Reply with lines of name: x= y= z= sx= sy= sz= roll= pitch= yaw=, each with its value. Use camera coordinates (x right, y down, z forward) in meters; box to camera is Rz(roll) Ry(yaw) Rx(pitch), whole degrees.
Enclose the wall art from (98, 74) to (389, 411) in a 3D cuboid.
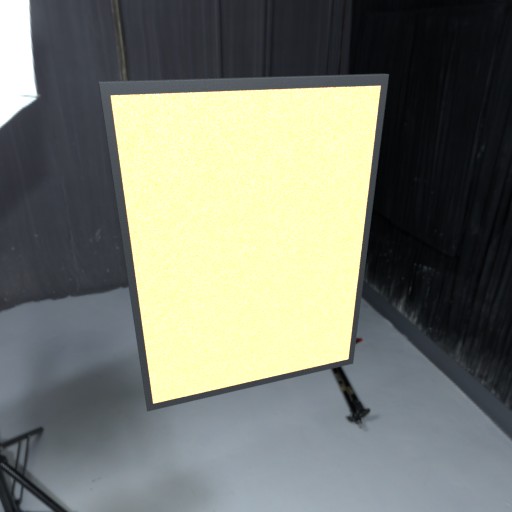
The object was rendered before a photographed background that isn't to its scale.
wall art: x=0.000 y=0.000 z=1.372 sx=0.774 sy=1.027 sz=0.030 roll=-8 pitch=28 yaw=-16
